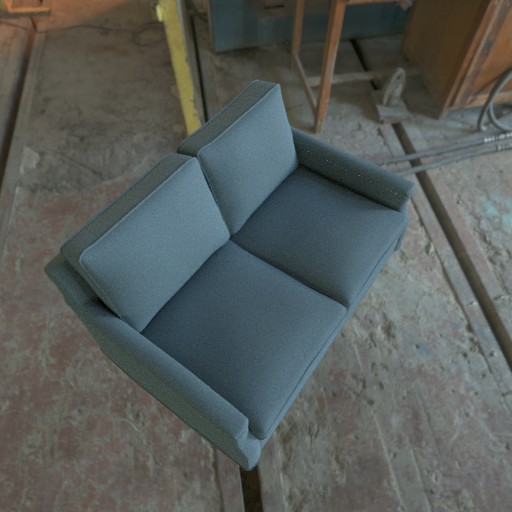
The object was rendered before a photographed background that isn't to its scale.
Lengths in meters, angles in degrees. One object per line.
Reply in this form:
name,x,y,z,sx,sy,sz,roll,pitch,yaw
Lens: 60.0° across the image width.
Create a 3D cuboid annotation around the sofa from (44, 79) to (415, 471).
sofa,0.000,0.000,2.253,1.084,1.003,1.597,31,62,19
